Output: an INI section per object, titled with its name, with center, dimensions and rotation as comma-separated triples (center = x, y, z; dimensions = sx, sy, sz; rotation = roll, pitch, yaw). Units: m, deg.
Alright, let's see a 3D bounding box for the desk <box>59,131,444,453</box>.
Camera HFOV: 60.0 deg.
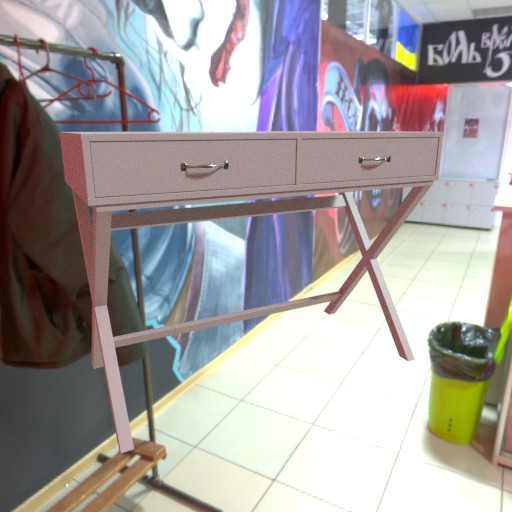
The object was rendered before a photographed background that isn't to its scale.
[desk]
center = 0.000, 0.000, 1.449
dimensions = 1.057, 0.780, 0.525
rotation = -8, 18, -26
